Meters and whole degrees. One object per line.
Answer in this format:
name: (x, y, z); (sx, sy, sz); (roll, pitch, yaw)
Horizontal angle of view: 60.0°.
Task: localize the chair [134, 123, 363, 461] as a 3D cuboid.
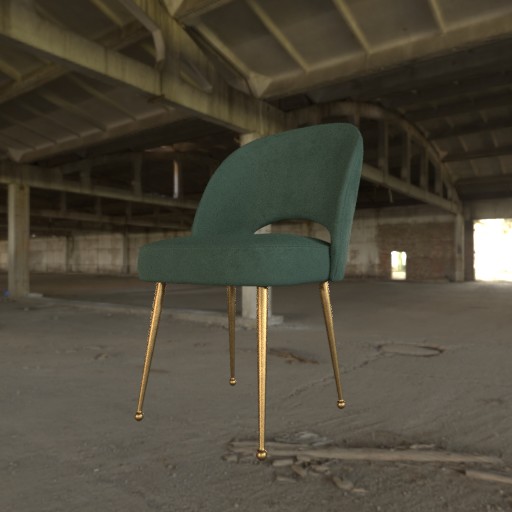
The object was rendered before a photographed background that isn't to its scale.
chair: (0.000, 0.000, 1.247); (0.527, 0.860, 0.577); (0, 0, 36)
